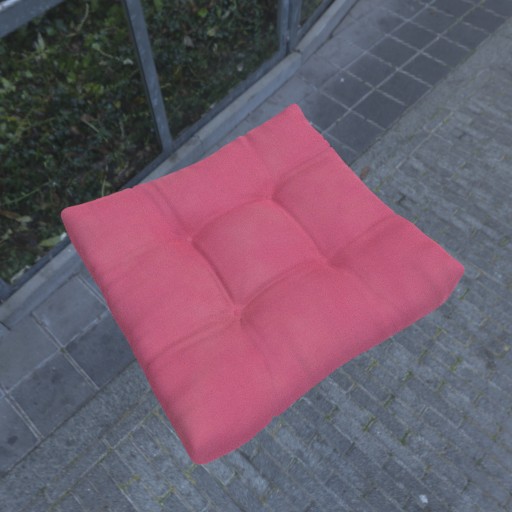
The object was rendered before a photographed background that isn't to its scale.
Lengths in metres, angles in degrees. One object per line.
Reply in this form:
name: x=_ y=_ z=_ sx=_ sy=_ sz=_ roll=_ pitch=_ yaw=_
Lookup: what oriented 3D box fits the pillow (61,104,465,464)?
pillow: x=0.000 y=0.000 z=0.738 sx=0.490 sy=0.128 sz=0.468 roll=-30 pitch=63 yaw=-17
